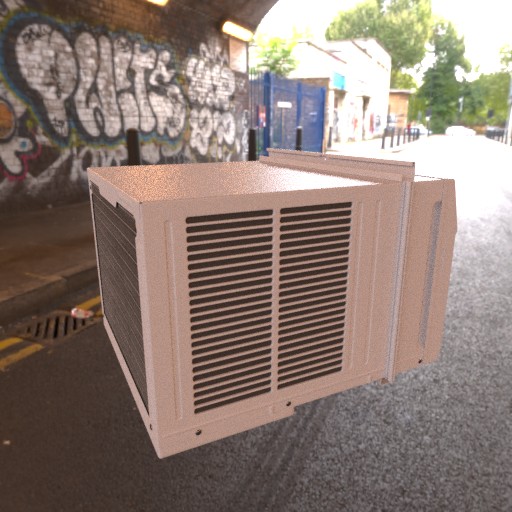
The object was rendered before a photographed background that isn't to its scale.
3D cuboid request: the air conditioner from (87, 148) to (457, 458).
[{"bbox_3d":[0.000,0.000,0.877,0.546,0.388,0.503,-8,18,-26],"label":"air conditioner"}]
